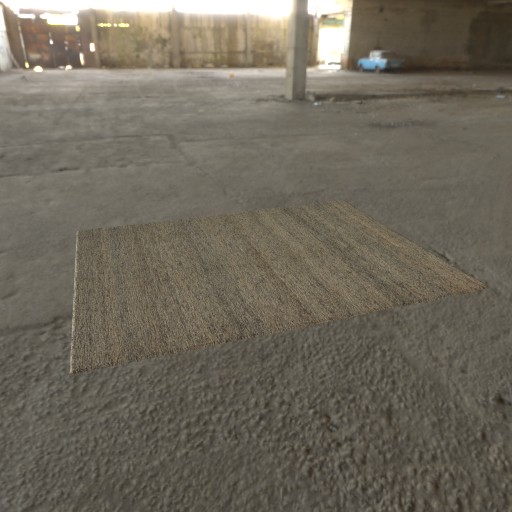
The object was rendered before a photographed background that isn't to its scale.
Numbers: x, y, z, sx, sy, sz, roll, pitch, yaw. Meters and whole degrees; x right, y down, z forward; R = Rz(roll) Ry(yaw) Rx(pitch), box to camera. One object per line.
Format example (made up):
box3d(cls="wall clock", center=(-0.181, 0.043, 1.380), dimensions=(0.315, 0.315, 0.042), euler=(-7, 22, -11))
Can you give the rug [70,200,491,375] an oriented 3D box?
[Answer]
box3d(cls="rug", center=(0.000, 0.000, 4.161), dimensions=(3.199, 0.036, 2.414), euler=(-8, 27, -17))
